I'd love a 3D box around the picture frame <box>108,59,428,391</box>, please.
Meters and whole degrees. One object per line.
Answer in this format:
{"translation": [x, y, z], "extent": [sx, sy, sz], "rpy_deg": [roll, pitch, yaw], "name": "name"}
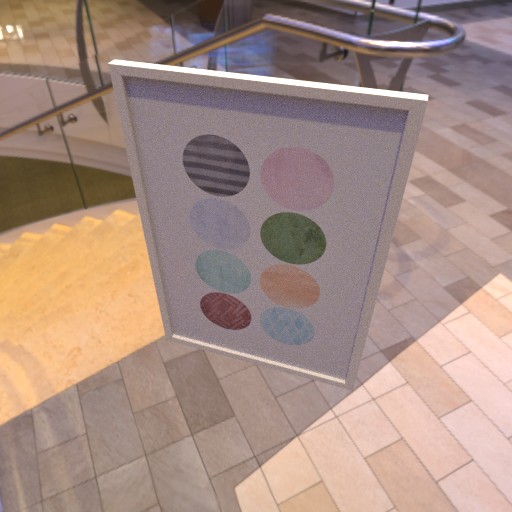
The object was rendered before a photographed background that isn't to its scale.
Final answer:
{"translation": [0.000, 0.000, 0.551], "extent": [0.305, 0.434, 0.013], "rpy_deg": [12, 42, 14], "name": "picture frame"}
